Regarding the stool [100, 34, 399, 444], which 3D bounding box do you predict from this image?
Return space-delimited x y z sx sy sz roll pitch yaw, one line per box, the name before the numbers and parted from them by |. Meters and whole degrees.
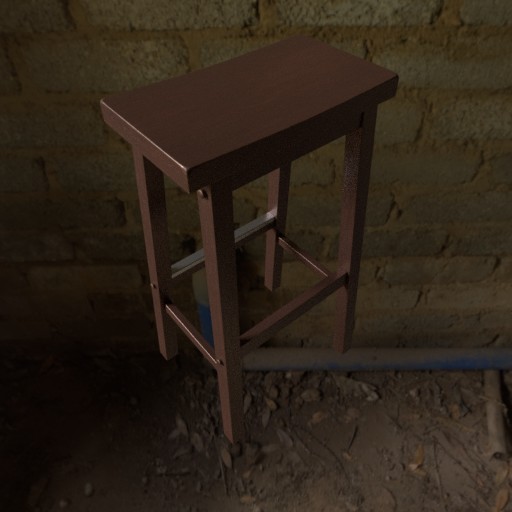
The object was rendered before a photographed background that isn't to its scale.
stool | 0.000 0.000 0.939 0.406 0.742 0.322 -31 53 -26
